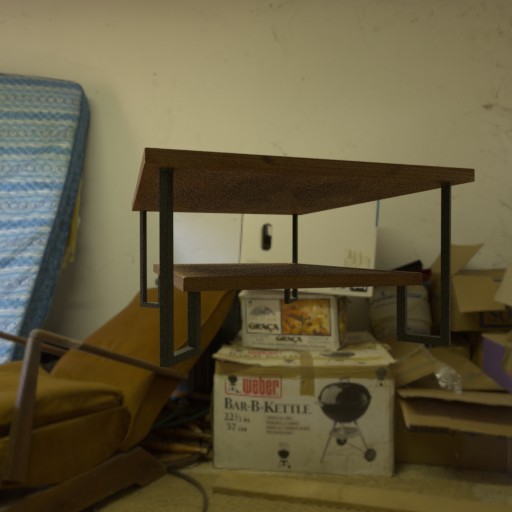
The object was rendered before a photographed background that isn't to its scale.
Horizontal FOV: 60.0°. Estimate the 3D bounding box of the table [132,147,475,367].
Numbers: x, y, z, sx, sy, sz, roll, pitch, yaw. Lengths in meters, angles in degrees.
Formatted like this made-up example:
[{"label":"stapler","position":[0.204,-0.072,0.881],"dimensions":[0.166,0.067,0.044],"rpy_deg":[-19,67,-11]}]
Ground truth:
[{"label":"table","position":[0.000,0.000,1.676],"dimensions":[0.877,0.492,1.238],"rpy_deg":[0,1,-17]}]
